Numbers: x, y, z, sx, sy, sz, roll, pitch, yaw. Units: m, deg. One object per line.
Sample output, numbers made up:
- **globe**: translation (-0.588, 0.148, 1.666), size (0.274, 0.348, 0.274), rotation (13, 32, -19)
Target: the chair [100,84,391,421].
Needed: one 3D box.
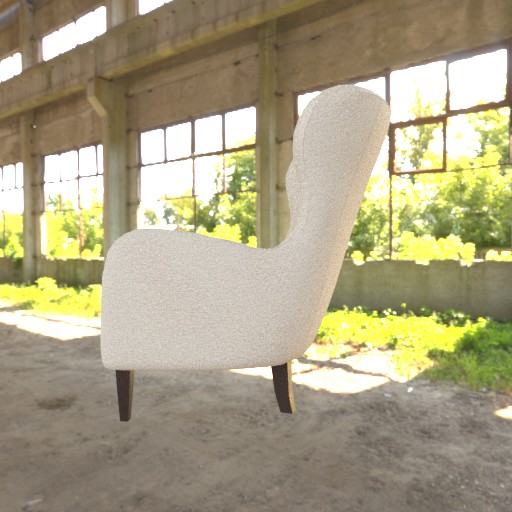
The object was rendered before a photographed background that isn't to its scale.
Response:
- **chair**: translation (0.000, 0.000, 1.756), size (0.984, 1.064, 0.861), rotation (0, 1, 2)
